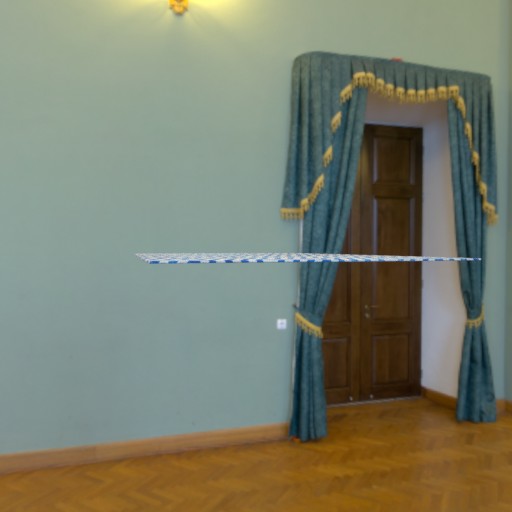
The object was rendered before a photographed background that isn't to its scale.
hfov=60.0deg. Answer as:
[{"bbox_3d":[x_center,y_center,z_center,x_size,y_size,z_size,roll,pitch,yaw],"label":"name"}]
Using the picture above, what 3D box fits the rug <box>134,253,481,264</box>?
[{"bbox_3d":[0.000,0.000,2.372,1.225,0.008,1.830,0,1,-17],"label":"rug"}]
